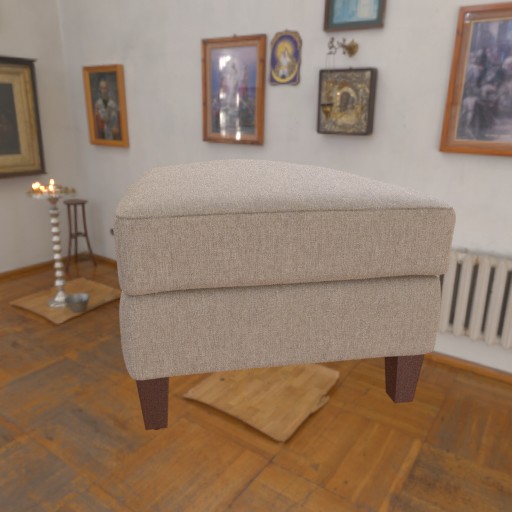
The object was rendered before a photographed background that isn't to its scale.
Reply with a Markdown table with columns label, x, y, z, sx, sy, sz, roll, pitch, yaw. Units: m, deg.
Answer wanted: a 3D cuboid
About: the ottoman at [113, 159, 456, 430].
| label | x | y | z | sx | sy | sz | roll | pitch | yaw |
| --- | --- | --- | --- | --- | --- | --- | --- | --- | --- |
| ottoman | 0.000 | 0.000 | 1.275 | 0.677 | 0.519 | 0.898 | -3 | 16 | -10 |
